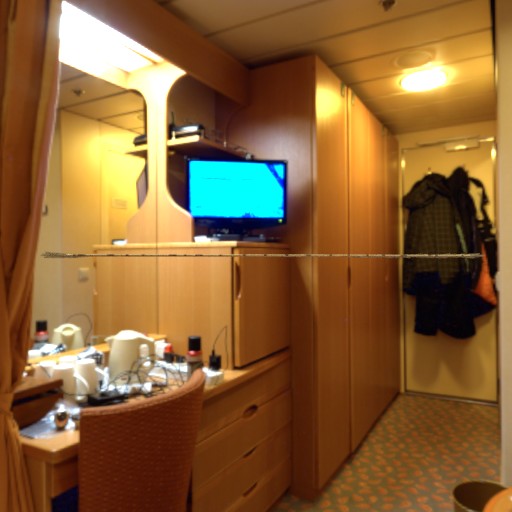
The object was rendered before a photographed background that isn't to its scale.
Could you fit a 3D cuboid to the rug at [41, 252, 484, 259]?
[{"bbox_3d":[0.000,0.000,3.029,2.472,0.035,1.495,0,0,-17],"label":"rug"}]
